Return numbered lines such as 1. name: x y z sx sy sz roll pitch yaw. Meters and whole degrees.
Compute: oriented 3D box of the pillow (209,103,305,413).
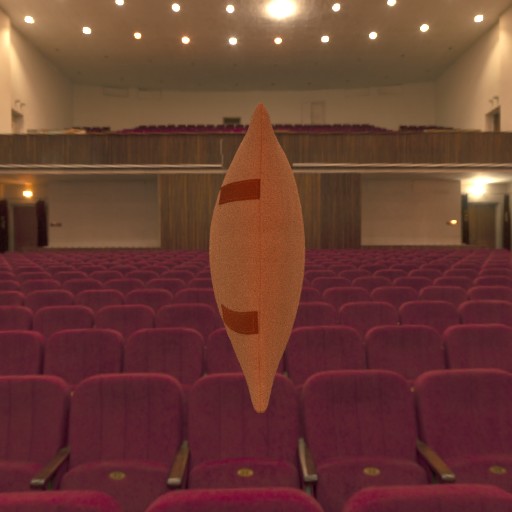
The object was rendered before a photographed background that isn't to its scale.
1. pillow: 0.000 0.000 0.738 0.148 0.308 0.612 0 0 -1
